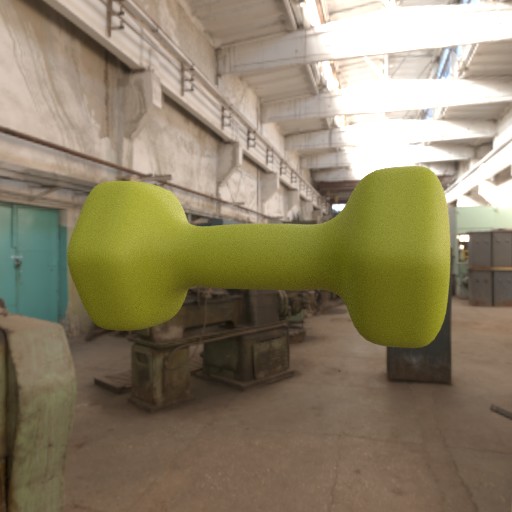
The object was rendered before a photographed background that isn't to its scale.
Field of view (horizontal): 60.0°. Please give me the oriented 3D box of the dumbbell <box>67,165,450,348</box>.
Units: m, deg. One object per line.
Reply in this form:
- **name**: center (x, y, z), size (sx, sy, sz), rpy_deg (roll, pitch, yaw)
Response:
- **dumbbell**: center (0.000, 0.000, 0.206), size (0.164, 0.072, 0.080), rpy_deg (0, 1, 18)
